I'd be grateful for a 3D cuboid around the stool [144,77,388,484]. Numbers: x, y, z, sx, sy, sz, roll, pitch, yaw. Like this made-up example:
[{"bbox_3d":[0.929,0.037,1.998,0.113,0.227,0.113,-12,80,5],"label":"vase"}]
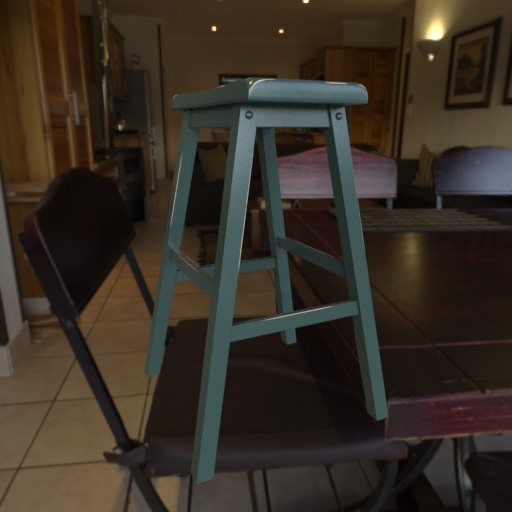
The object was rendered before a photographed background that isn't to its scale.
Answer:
[{"bbox_3d":[0.000,0.000,1.047,0.476,0.737,0.457,-8,18,-25],"label":"stool"}]
